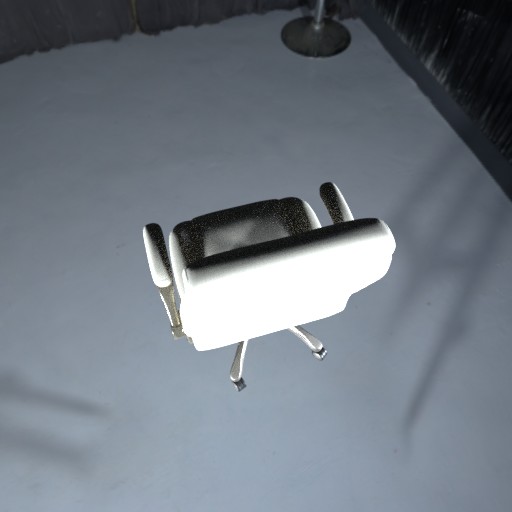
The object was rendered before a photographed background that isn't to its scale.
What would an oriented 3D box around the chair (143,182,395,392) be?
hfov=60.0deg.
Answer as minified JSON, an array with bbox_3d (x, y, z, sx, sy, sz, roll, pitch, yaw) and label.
[{"bbox_3d":[0.000,0.000,1.634,0.740,1.110,0.794,-17,60,-10],"label":"chair"}]
